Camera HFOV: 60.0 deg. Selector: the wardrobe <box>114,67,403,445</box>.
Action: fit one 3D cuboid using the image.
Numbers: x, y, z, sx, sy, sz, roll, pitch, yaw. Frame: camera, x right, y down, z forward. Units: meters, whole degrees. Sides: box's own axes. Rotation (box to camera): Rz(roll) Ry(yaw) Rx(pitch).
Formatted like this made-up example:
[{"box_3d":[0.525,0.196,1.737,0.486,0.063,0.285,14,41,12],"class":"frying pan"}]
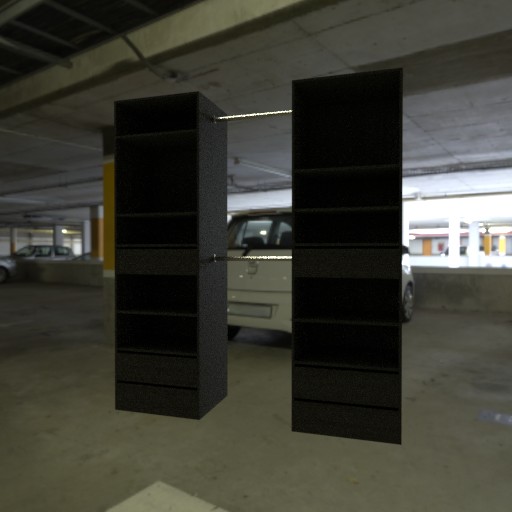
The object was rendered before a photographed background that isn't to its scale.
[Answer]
[{"box_3d":[0.000,0.000,2.839,1.770,2.000,0.480,0,1,17],"class":"wardrobe"}]
